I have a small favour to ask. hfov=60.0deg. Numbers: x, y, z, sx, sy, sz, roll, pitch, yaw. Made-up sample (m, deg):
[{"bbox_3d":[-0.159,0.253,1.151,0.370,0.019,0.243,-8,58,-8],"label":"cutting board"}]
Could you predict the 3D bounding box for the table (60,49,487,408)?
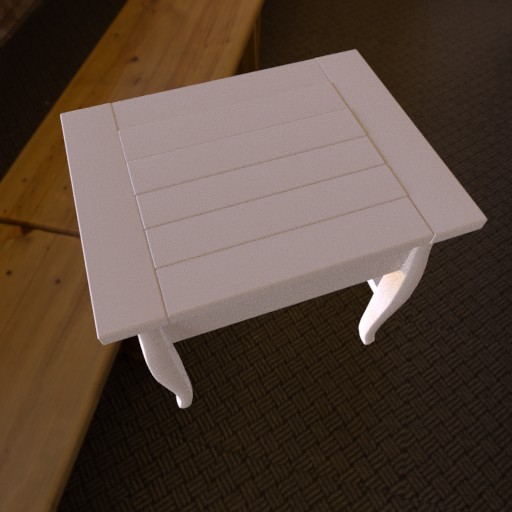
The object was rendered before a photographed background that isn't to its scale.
[{"bbox_3d":[0.000,0.000,1.002,0.599,0.605,0.463,-16,60,-10],"label":"table"}]
